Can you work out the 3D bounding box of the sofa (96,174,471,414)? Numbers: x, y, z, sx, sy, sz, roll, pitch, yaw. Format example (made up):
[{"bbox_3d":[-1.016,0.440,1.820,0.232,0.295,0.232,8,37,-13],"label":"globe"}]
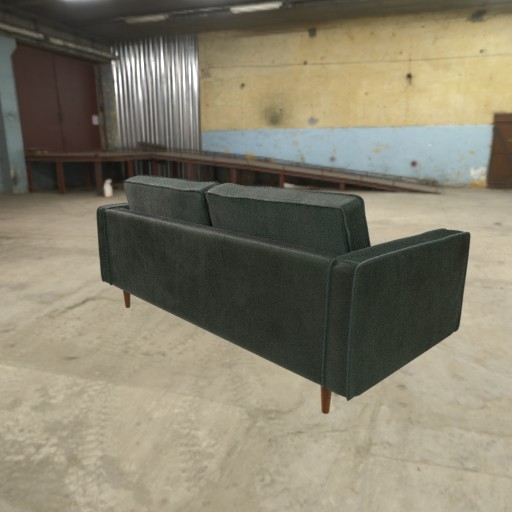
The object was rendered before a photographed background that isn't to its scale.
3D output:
[{"bbox_3d":[0.000,0.000,2.278,0.886,0.781,1.816,-13,19,-42],"label":"sofa"}]
